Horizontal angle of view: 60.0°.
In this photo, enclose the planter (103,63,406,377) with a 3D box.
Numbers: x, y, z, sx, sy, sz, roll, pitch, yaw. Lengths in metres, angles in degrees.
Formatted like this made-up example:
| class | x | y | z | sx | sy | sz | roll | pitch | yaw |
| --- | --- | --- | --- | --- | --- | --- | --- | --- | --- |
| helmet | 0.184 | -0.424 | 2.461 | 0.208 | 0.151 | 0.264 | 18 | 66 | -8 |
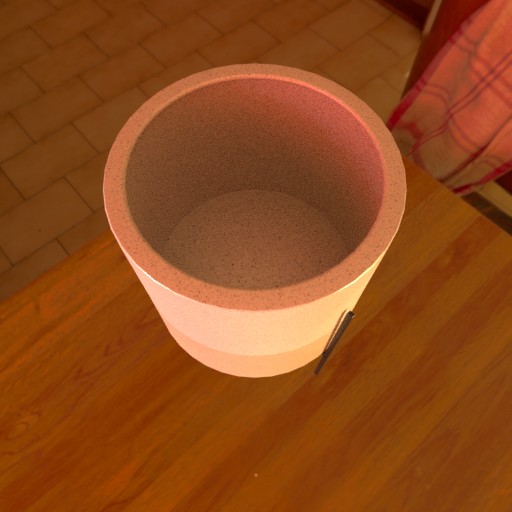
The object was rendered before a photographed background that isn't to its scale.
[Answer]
| class | x | y | z | sx | sy | sz | roll | pitch | yaw |
| --- | --- | --- | --- | --- | --- | --- | --- | --- | --- |
| planter | 0.000 | 0.000 | 0.740 | 0.359 | 0.484 | 0.368 | 16 | 65 | 8 |
